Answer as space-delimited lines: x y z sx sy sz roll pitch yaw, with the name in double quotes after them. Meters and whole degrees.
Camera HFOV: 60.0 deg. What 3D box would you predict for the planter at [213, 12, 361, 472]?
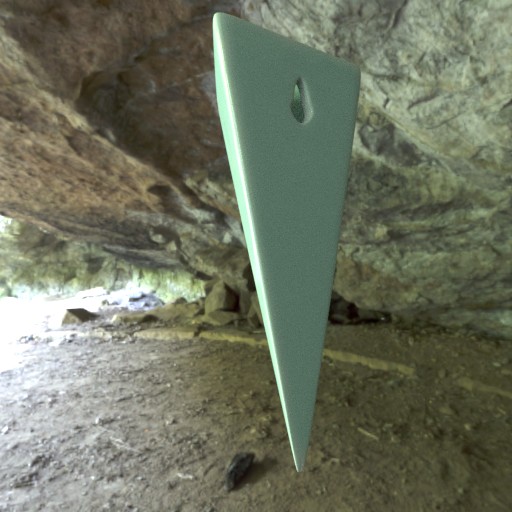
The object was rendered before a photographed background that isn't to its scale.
0.000 0.000 0.208 0.080 0.178 0.064 1 -2 -36 "planter"
